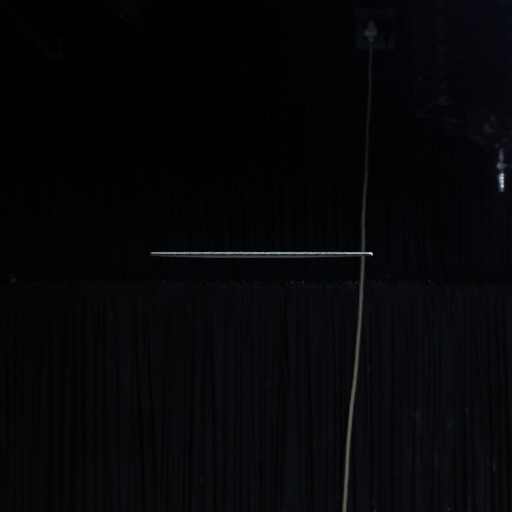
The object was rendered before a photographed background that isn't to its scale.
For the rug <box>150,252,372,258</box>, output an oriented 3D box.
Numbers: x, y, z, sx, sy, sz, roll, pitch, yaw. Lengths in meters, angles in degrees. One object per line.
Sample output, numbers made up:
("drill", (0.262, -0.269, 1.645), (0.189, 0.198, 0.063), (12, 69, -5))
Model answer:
("rug", (0.000, 0.000, 2.714), (0.759, 0.012, 2.430), (0, 0, -1))
